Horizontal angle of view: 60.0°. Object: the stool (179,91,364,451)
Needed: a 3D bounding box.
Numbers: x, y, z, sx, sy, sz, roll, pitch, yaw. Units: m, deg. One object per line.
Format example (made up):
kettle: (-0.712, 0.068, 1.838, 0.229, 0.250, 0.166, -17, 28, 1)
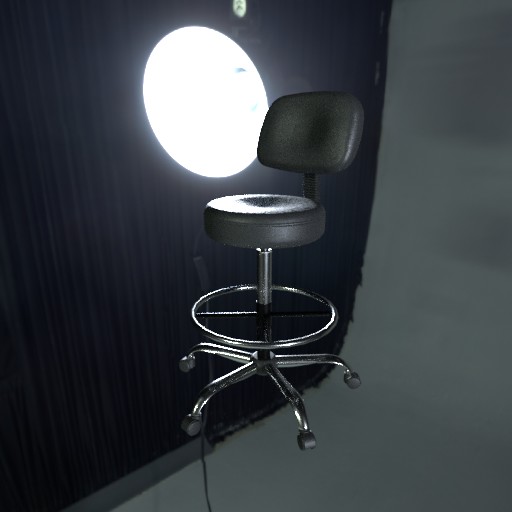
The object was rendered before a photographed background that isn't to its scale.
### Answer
stool: (0.000, 0.000, 1.499, 0.694, 1.069, 0.658, 16, 23, 42)
